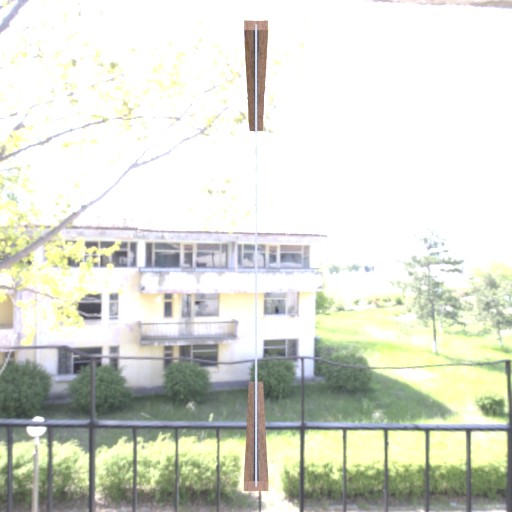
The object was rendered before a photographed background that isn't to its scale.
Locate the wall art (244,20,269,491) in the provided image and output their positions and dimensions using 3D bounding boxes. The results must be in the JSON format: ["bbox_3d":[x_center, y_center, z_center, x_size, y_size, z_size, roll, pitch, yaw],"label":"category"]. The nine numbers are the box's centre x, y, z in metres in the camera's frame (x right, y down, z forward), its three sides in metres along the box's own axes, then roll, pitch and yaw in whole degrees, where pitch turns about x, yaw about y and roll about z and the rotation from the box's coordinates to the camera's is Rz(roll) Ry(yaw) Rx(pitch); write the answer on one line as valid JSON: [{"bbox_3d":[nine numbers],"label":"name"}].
[{"bbox_3d":[0.000,0.000,0.696,0.028,0.527,0.403,0,0,0],"label":"wall art"}]
